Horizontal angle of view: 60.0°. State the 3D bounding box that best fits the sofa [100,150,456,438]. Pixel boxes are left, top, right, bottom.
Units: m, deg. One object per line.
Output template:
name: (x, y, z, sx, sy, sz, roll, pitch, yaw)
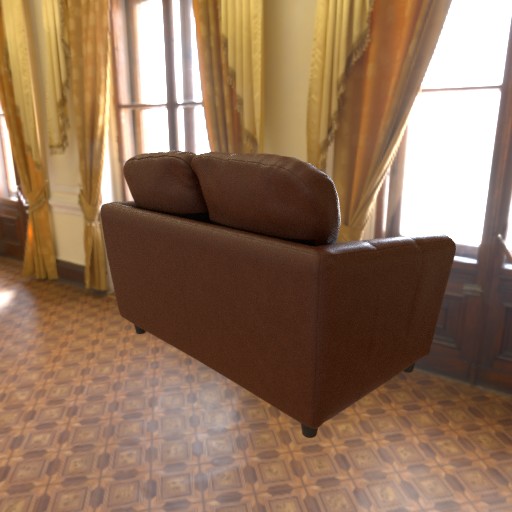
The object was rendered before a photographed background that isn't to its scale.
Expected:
sofa: (0.000, 0.000, 1.938, 0.805, 0.906, 1.406, -14, 20, -42)
